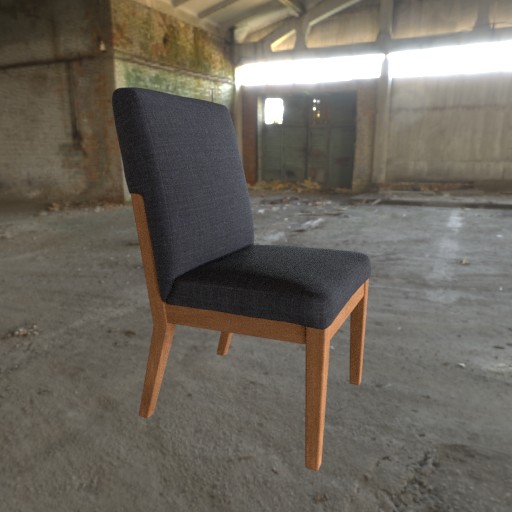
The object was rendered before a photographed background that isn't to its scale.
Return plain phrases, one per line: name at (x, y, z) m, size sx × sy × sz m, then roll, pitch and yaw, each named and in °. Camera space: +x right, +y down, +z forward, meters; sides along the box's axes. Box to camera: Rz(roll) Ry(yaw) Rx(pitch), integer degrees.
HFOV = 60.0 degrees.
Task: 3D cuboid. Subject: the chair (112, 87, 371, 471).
chair at (0.000, 0.000, 1.287) m, size 0.586 × 0.911 × 0.507 m, roll 6°, pitch 14°, yaw 25°
